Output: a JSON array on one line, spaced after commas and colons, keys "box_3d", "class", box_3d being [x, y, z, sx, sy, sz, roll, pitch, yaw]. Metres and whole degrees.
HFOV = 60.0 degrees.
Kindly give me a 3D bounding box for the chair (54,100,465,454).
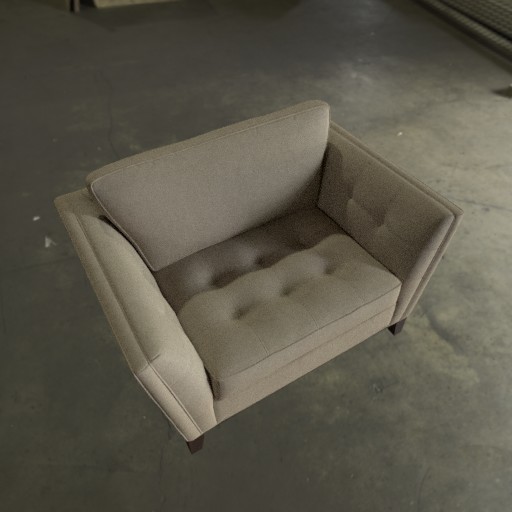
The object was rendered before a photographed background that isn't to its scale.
[{"box_3d": [0.000, 0.000, 2.014, 1.397, 0.940, 0.965, -23, 50, -21], "class": "chair"}]
